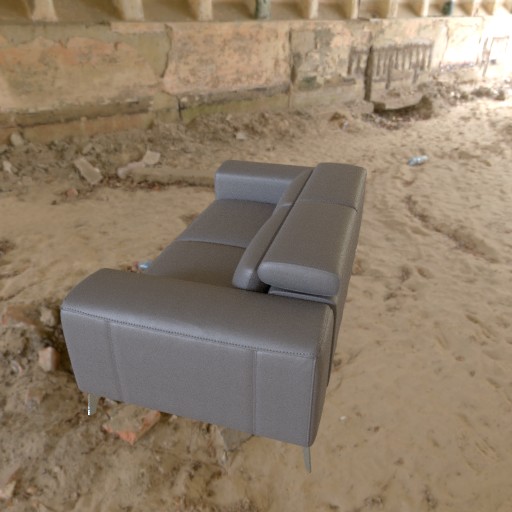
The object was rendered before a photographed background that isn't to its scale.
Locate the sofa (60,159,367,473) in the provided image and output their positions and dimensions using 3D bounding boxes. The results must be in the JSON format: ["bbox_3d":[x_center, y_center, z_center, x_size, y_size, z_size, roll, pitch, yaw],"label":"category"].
[{"bbox_3d":[0.000,0.000,2.427,1.024,0.753,1.930,8,30,14],"label":"sofa"}]
